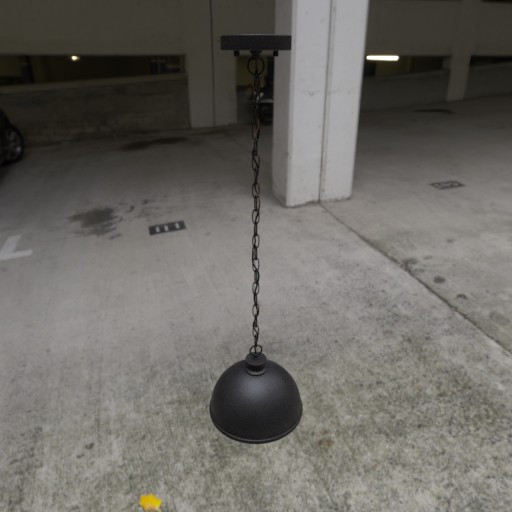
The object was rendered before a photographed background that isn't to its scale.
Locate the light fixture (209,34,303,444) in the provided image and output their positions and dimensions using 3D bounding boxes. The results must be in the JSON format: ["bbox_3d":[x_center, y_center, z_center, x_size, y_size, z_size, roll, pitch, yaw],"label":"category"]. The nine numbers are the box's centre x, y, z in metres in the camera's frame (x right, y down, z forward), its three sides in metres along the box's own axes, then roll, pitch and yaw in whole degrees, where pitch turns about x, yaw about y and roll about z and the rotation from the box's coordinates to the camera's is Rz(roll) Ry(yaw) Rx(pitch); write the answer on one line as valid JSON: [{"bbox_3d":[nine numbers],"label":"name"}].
[{"bbox_3d":[0.000,0.000,1.223,0.304,1.090,0.304,-7,26,-15],"label":"light fixture"}]
